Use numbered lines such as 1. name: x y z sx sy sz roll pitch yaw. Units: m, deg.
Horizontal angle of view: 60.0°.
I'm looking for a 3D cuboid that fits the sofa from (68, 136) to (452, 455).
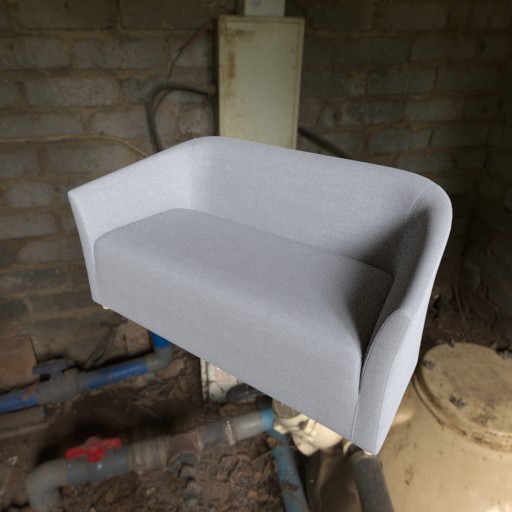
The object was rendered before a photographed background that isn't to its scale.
1. sofa: 0.000 0.000 1.799 1.452 0.721 0.705 19 34 32
